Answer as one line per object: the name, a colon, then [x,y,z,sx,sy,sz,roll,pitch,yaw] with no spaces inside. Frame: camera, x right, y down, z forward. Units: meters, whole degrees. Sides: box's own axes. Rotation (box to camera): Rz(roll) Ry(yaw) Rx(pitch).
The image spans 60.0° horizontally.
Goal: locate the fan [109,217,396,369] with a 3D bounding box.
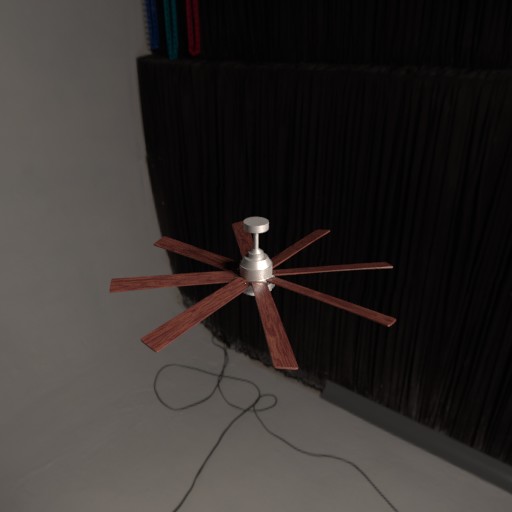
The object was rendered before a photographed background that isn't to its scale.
fan: [0.000,0.000,2.815,1.830,0.472,1.830,18,31,32]
